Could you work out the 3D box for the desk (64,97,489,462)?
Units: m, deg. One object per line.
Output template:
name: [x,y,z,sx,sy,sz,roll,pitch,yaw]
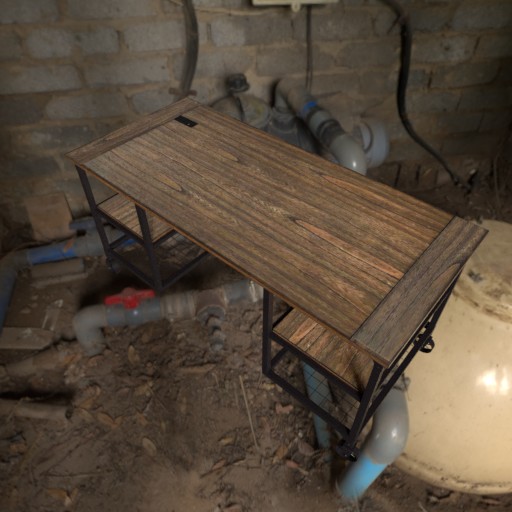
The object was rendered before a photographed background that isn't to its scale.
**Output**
desk: [0.000,0.000,1.994,1.590,0.751,0.711,32,53,27]
